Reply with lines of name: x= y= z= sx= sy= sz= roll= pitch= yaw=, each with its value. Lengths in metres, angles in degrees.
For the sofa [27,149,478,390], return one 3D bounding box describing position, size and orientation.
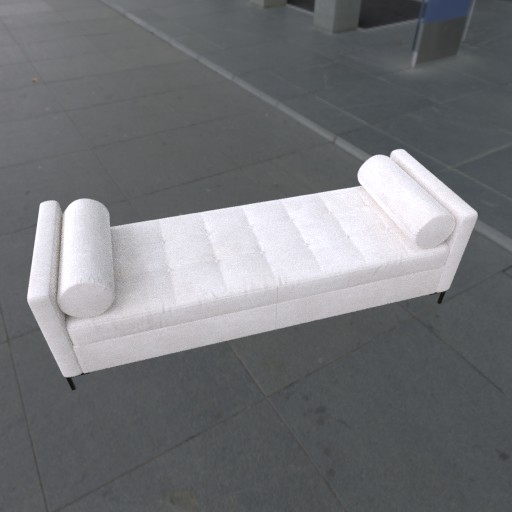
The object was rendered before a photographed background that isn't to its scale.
sofa: x=0.000 y=0.000 z=2.297 sx=1.981 sy=0.635 sz=0.686 roll=-11 pitch=42 yaw=-12
